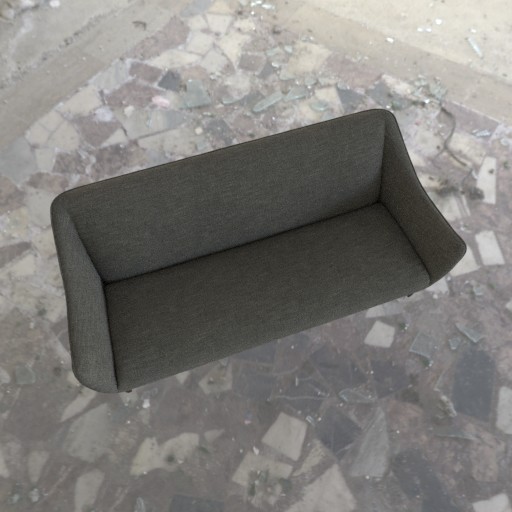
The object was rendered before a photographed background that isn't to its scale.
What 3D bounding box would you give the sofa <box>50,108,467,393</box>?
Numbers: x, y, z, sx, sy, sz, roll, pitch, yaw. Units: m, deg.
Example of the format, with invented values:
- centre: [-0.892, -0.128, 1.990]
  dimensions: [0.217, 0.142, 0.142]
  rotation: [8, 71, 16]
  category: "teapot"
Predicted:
- centre: [0.000, 0.000, 2.371]
  dimensions: [1.928, 0.829, 0.867]
  rotation: [-17, 64, -9]
  category: "sofa"
